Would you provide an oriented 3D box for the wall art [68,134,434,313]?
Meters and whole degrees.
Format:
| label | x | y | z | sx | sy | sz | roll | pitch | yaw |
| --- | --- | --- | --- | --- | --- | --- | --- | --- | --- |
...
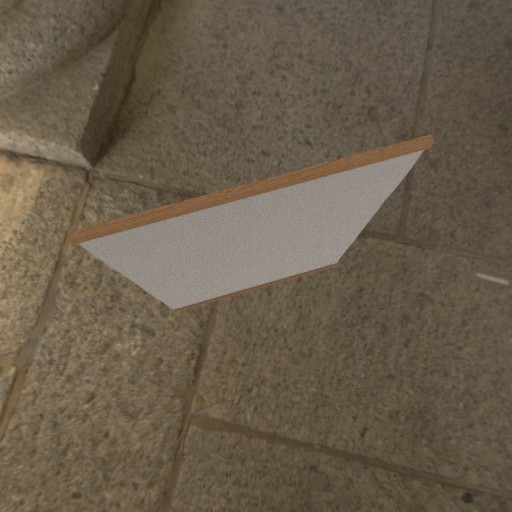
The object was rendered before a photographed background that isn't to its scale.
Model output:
| label | x | y | z | sx | sy | sz | roll | pitch | yaw |
| --- | --- | --- | --- | --- | --- | --- | --- | --- | --- |
| wall art | 0.000 | 0.000 | 1.920 | 1.011 | 1.521 | 0.025 | -16 | 76 | -4 |
